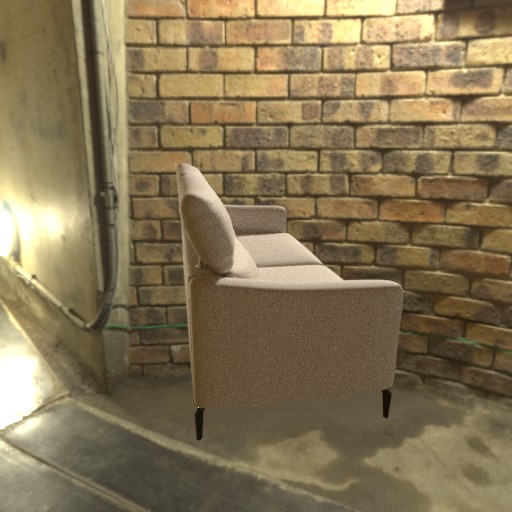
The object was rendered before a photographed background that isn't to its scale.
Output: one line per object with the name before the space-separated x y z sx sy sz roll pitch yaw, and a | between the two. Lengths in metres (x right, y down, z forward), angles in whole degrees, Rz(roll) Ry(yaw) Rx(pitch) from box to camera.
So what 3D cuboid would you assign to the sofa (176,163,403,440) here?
sofa | 0.000 0.000 2.551 0.856 0.956 2.015 -3 16 -10
